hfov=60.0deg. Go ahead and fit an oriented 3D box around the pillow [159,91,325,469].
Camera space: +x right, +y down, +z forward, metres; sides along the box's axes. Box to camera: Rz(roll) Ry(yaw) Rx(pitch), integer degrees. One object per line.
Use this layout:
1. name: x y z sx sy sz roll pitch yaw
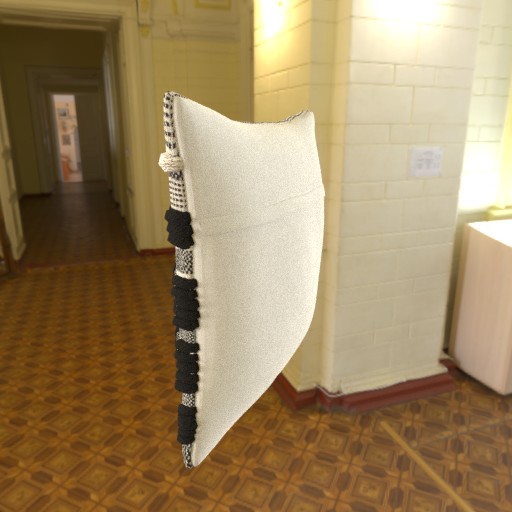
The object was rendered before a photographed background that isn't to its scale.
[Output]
1. pillow: 0.000 0.000 0.671 0.156 0.438 0.436 7 17 24
